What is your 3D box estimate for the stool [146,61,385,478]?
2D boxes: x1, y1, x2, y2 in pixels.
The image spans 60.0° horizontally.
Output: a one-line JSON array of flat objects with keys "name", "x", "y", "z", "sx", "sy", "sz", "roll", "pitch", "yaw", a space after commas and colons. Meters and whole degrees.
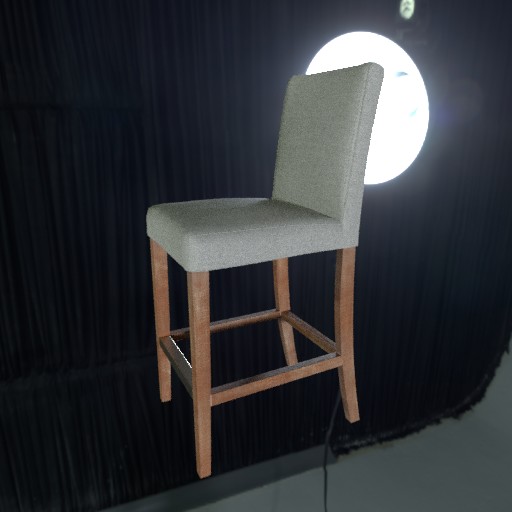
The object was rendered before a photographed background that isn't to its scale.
[{"name": "stool", "x": 0.000, "y": 0.000, "z": 1.356, "sx": 0.570, "sy": 1.088, "sz": 0.439, "roll": -8, "pitch": 18, "yaw": -25}]
